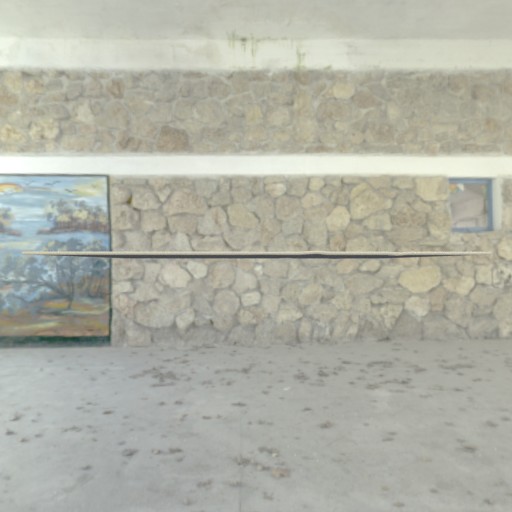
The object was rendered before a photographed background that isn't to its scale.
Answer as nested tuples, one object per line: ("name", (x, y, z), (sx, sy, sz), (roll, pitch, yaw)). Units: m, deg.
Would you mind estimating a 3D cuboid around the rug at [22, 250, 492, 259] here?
("rug", (0.000, 0.000, 4.788), (3.659, 0.037, 2.734), (0, -1, -1))
